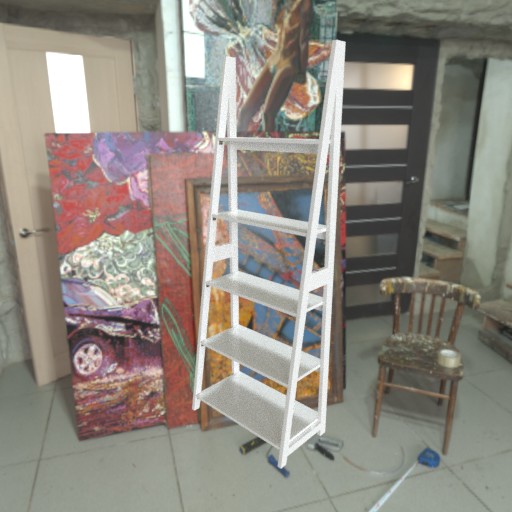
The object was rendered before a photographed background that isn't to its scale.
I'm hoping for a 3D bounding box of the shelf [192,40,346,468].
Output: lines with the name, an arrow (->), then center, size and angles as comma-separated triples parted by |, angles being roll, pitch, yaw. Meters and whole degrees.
shelf -> 0.000, 0.000, 2.053 | 0.636, 1.779, 0.341 | 15, 22, 41
